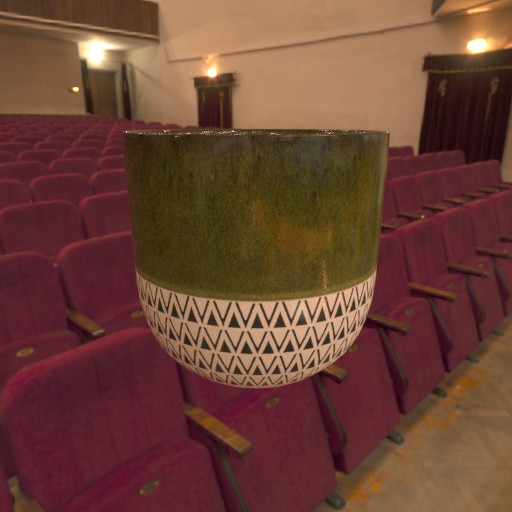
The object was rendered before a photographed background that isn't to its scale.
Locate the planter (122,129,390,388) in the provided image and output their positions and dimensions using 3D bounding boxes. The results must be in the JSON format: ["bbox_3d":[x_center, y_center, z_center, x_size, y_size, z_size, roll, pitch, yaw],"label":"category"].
[{"bbox_3d":[0.000,0.000,0.496,0.266,0.270,0.266,0,17,0],"label":"planter"}]
